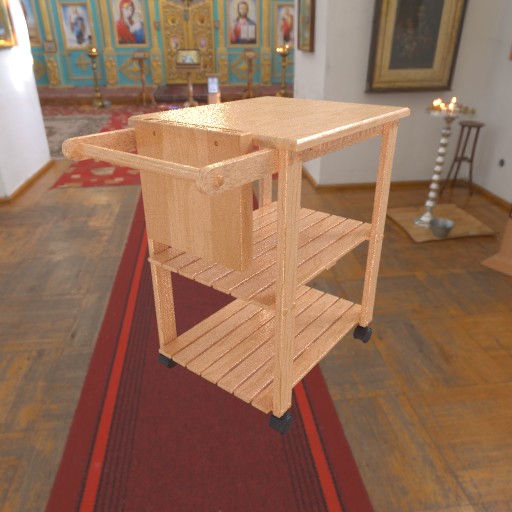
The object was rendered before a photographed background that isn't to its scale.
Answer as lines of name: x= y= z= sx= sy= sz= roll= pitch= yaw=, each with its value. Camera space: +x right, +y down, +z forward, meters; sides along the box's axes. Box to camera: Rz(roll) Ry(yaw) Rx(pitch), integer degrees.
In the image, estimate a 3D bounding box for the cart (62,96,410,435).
cart: x=0.000 y=0.000 z=1.322 sx=0.520 sy=0.816 sz=0.843 roll=18 pitch=31 yaw=33
